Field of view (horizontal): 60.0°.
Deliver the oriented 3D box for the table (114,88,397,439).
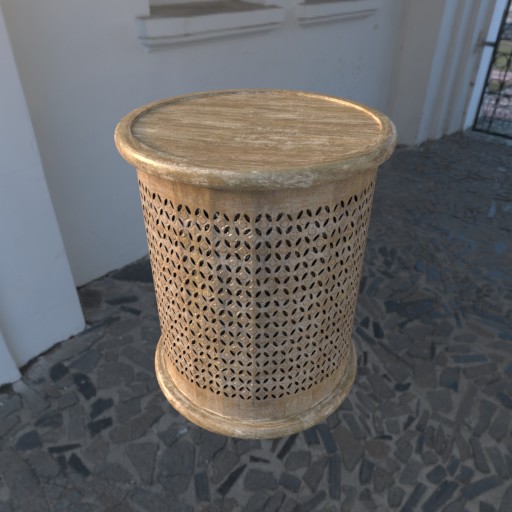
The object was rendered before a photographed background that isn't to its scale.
[{"bbox_3d":[0.000,0.000,0.785,0.407,0.482,0.407,0,33,0],"label":"table"}]
